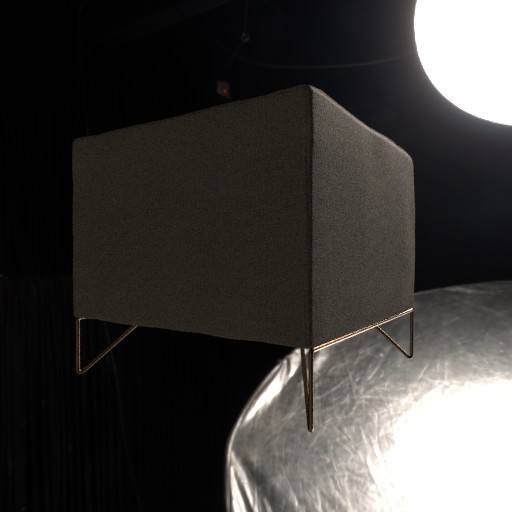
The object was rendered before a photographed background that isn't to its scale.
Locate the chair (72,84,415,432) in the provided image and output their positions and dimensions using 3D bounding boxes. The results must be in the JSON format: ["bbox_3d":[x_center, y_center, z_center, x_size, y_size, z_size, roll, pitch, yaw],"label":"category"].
[{"bbox_3d":[0.000,0.000,1.610,0.920,0.799,0.912,0,1,34],"label":"chair"}]
